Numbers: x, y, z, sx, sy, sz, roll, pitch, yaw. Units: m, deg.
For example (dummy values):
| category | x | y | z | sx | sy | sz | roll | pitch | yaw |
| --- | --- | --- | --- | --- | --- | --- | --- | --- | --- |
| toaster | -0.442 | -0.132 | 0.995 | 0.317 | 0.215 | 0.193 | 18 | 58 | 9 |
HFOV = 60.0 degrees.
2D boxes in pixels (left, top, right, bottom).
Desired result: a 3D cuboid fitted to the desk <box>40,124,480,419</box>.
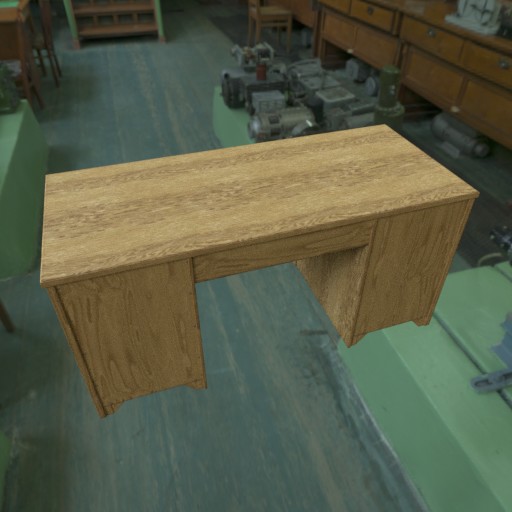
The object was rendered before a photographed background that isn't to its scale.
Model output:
| category | x | y | z | sx | sy | sz | roll | pitch | yaw |
| --- | --- | --- | --- | --- | --- | --- | --- | --- | --- |
| desk | 0.000 | 0.000 | 1.977 | 1.567 | 0.751 | 0.685 | -12 | 41 | -14 |
